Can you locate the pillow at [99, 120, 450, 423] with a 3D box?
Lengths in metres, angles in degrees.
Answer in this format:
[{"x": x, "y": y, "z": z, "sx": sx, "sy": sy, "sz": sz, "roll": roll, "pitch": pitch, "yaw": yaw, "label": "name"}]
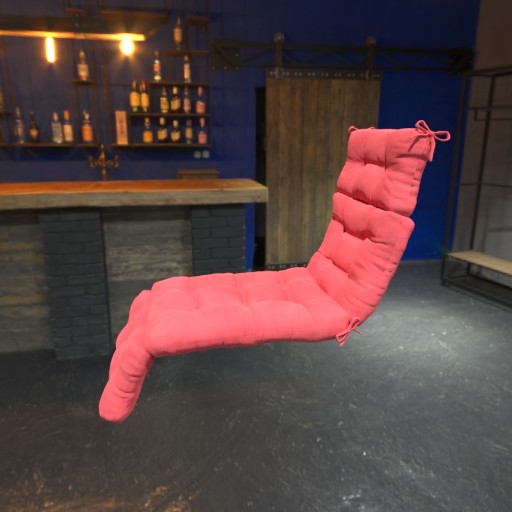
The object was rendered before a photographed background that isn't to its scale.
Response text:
[{"x": 0.000, "y": 0.000, "z": 1.486, "sx": 1.016, "sy": 0.863, "sz": 0.526, "roll": -3, "pitch": 16, "yaw": -10, "label": "pillow"}]
